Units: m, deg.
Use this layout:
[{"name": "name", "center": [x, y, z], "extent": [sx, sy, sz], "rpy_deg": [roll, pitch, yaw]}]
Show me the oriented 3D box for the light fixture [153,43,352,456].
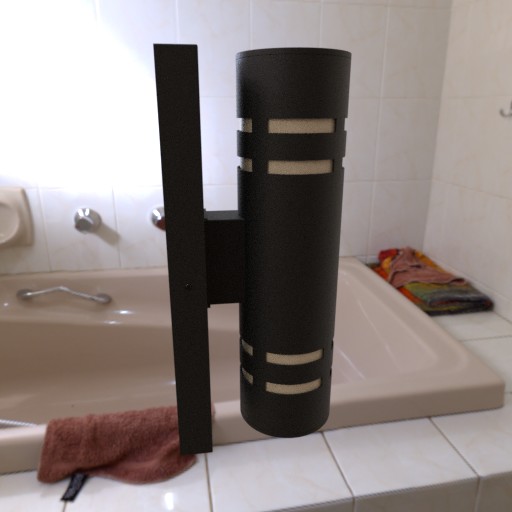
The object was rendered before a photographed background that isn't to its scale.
[{"name": "light fixture", "center": [0.000, 0.000, 0.397], "extent": [0.149, 0.330, 0.105], "rpy_deg": [-3, 18, -8]}]
